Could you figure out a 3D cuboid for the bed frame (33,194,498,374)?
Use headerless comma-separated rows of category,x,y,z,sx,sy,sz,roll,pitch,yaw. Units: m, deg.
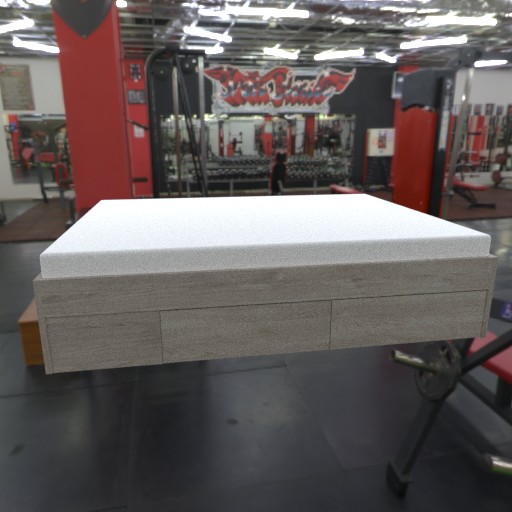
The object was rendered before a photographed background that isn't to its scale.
bed frame,0.000,0.000,2.545,1.944,0.490,1.448,-3,16,-9
